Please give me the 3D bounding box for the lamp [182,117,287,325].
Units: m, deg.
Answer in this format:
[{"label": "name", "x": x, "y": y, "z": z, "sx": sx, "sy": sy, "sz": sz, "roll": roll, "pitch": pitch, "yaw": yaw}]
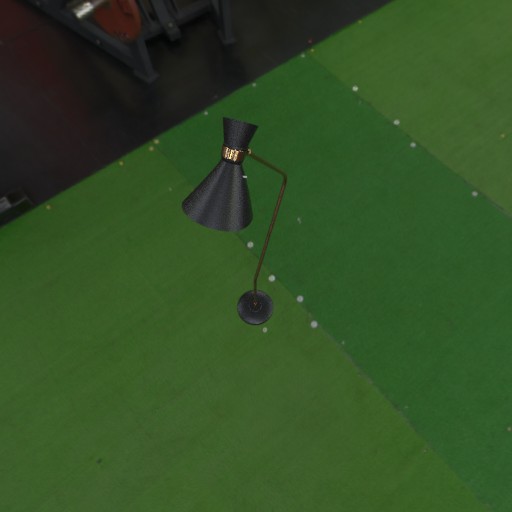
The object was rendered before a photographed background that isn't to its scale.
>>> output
[{"label": "lamp", "x": 0.000, "y": 0.000, "z": 1.622, "sx": 0.467, "sy": 1.438, "sz": 0.277, "roll": -34, "pitch": 69, "yaw": -15}]
